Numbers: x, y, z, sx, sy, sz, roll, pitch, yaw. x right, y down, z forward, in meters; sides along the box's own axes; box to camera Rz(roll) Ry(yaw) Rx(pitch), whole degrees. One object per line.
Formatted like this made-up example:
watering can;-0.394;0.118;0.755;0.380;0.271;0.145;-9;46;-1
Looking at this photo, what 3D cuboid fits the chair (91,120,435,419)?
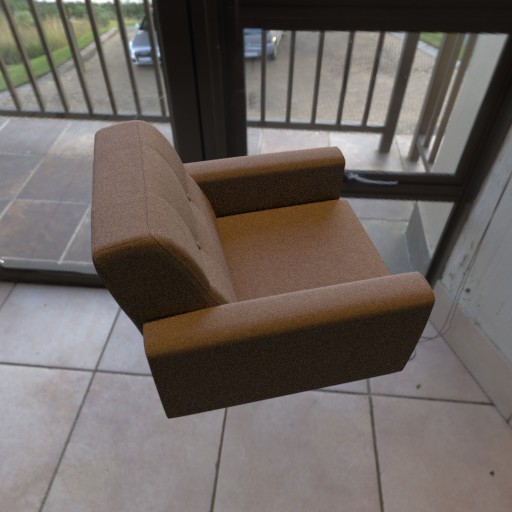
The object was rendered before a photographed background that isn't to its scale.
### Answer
chair;0.000;0.000;1.542;0.907;0.839;0.831;-10;47;-9
